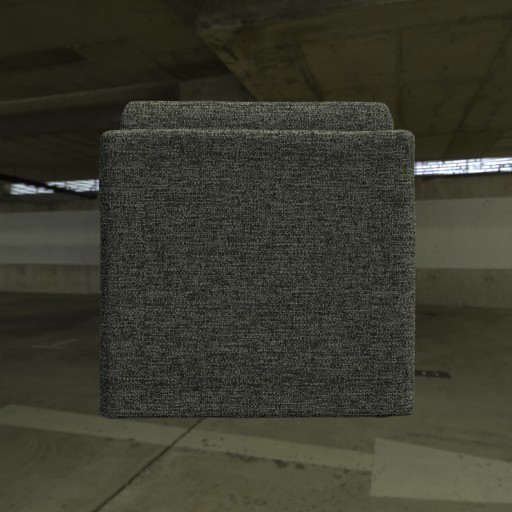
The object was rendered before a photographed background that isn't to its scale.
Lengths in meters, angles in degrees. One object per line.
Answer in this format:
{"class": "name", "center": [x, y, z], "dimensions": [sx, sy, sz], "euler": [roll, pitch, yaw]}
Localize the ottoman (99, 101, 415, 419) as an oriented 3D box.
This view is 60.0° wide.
{"class": "ottoman", "center": [0.000, 0.000, 0.829], "dimensions": [0.450, 0.463, 0.450], "euler": [0, 0, -1]}
